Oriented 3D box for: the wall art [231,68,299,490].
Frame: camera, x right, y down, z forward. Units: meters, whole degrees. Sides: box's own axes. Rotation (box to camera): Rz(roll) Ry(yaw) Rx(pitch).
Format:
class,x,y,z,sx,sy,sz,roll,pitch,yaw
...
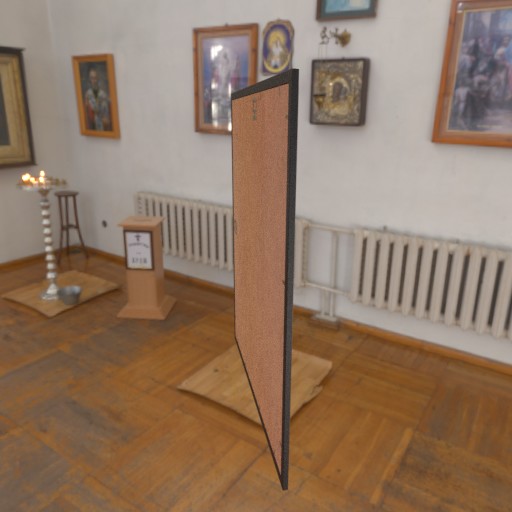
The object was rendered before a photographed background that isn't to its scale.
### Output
class,x,y,z,sx,sy,sz,roll,pitch,yaw
wall art,0.000,0.000,0.915,0.018,0.660,0.559,-3,17,-10
